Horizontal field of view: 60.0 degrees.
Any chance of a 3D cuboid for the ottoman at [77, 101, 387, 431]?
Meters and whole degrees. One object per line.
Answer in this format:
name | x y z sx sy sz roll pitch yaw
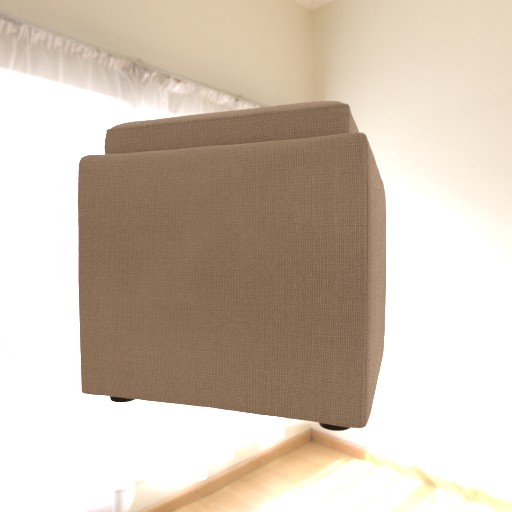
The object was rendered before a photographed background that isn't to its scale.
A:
ottoman | 0.000 0.000 0.820 0.451 0.460 0.450 0 1 19
